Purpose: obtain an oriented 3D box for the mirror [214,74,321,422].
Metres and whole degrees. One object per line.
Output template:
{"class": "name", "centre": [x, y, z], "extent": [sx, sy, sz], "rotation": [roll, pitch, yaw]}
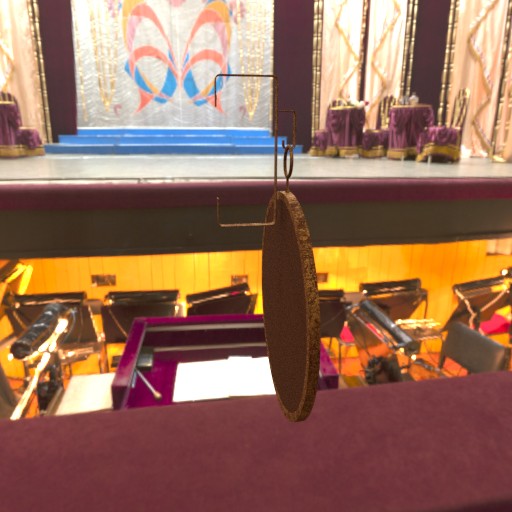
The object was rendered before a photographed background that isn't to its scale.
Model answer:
{"class": "mirror", "centre": [0.000, 0.000, 0.856], "extent": [0.144, 0.651, 0.447], "rotation": [-2, 16, -8]}
